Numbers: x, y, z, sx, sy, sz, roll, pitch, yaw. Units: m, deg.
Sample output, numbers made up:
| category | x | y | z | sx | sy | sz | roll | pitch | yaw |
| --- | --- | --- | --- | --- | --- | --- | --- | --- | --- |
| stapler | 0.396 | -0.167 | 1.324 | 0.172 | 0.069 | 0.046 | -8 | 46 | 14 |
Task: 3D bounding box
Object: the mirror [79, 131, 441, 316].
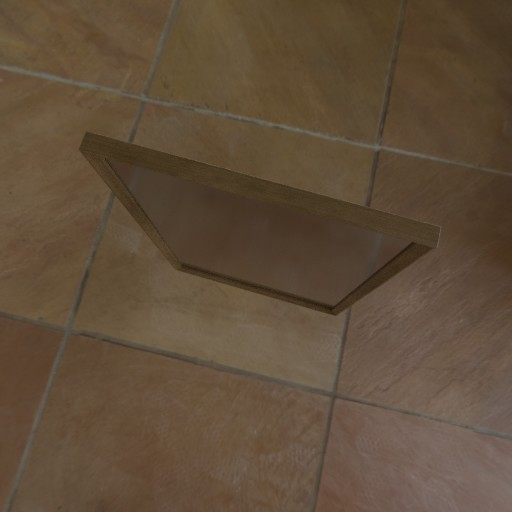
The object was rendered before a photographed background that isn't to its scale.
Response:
| category | x | y | z | sx | sy | sz | roll | pitch | yaw |
| --- | --- | --- | --- | --- | --- | --- | --- | --- | --- |
| mirror | 0.000 | 0.000 | 1.169 | 0.609 | 0.915 | 0.041 | 16 | 76 | 4 |
